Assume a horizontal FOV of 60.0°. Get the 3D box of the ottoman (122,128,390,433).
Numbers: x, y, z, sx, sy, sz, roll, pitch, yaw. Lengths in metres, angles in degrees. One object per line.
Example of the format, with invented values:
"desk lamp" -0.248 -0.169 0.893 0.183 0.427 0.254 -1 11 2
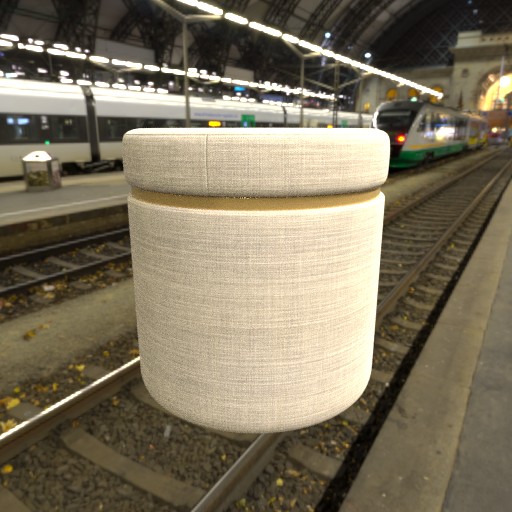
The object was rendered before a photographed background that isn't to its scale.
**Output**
"ottoman" 0.000 0.000 0.736 0.400 0.406 0.400 0 16 0
